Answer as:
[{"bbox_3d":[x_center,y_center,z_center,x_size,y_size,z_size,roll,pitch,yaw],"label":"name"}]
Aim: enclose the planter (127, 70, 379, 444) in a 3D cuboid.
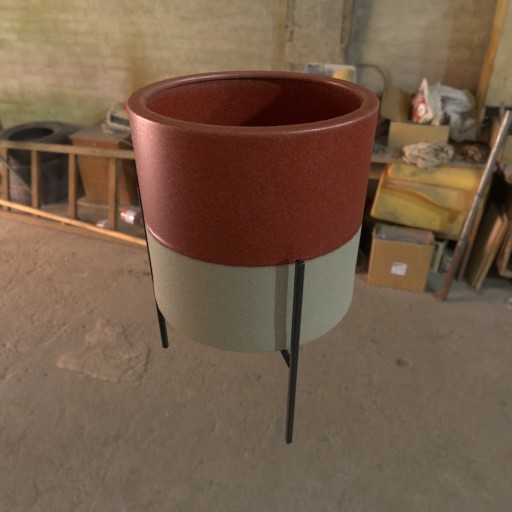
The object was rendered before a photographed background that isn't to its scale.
[{"bbox_3d":[0.000,0.000,0.507,0.235,0.354,0.251,-9,34,-14],"label":"planter"}]
